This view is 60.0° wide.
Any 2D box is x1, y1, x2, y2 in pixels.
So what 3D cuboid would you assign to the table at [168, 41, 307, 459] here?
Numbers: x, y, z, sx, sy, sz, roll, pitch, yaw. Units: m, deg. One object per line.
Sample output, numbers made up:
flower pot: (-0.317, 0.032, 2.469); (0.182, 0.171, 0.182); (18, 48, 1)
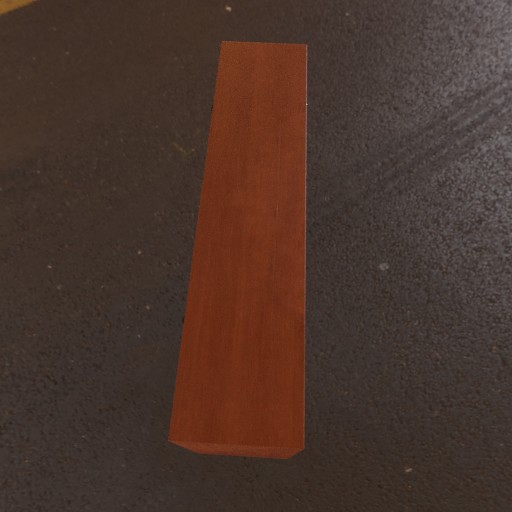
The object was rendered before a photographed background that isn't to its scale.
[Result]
table: (0.000, 0.000, 1.494); (0.308, 0.698, 1.220); (3, 63, 1)
